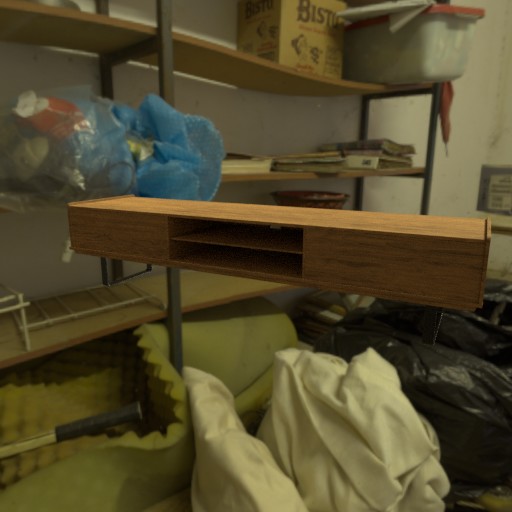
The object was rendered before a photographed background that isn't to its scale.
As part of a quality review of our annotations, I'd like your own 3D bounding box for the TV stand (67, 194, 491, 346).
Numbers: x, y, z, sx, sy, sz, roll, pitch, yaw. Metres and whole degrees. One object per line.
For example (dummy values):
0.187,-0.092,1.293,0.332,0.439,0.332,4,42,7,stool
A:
0.000,0.000,1.955,1.796,0.415,0.467,7,15,26,TV stand
